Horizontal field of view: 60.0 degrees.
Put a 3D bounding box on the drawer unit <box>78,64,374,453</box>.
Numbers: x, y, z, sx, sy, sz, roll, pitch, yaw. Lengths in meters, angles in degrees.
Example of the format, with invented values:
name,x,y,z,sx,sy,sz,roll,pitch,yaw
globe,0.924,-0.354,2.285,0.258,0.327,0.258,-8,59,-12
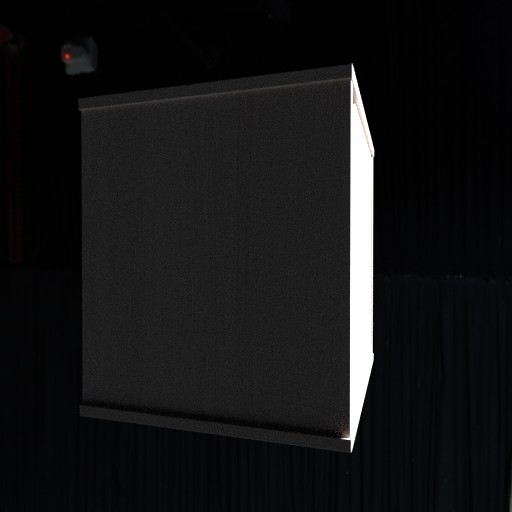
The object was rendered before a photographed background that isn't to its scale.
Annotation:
name,x,y,z,sx,sy,sz,roll,pitch,yaw
drawer unit,0.000,0.000,0.601,0.290,0.344,0.349,0,1,18
